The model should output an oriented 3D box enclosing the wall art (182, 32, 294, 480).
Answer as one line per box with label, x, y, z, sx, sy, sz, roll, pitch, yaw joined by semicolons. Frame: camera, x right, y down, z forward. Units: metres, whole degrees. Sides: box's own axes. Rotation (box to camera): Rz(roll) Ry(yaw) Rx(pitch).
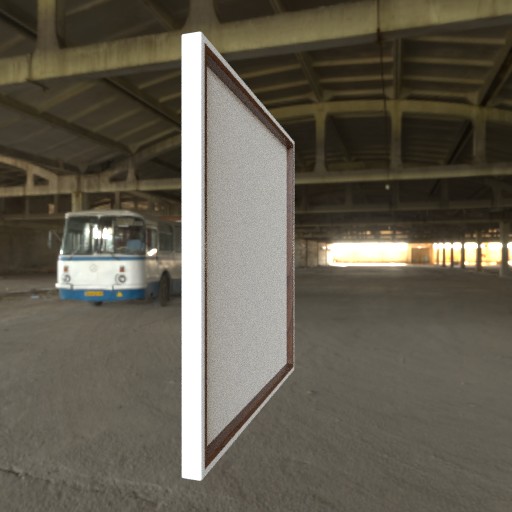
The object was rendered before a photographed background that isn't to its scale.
wall art;0.000;0.000;1.112;0.037;0.757;0.757;0;0;17
